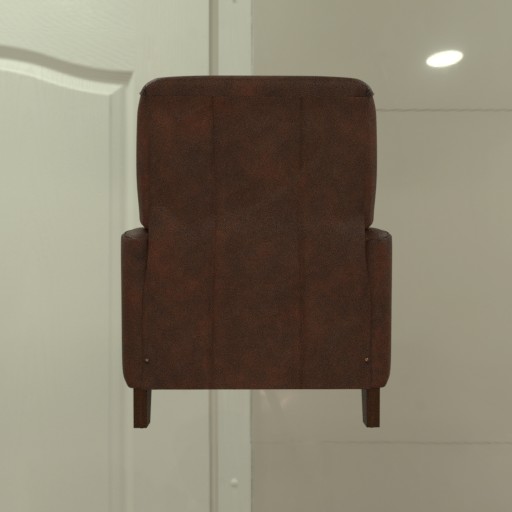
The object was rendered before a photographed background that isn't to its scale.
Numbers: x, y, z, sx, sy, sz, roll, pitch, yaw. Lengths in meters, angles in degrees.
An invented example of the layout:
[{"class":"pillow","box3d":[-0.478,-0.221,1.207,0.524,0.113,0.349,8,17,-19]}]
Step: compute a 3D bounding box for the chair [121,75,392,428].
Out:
[{"class":"chair","box3d":[0.000,0.000,1.663,0.843,1.043,0.836,0,-1,0]}]
